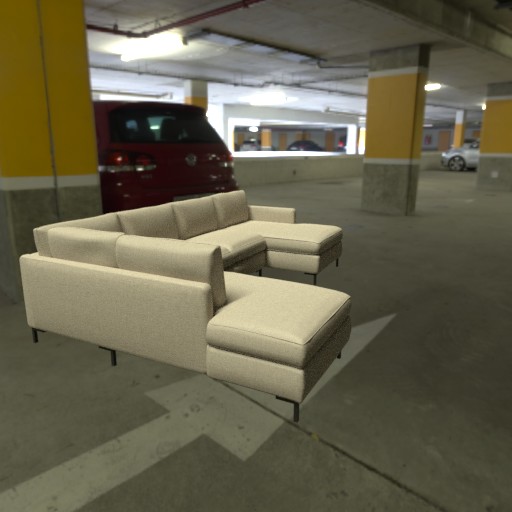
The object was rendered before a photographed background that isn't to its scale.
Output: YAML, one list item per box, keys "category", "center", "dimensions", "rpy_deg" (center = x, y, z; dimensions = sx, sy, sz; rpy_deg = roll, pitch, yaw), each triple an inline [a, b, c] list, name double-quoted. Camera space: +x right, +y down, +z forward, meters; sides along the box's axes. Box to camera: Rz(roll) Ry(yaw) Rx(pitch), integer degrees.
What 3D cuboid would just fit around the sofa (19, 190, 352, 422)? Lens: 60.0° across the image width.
- category: "sofa"
  center: [0.000, 0.000, 3.466]
  dimensions: [1.879, 0.756, 2.737]
  rpy_deg: [7, 16, 26]
